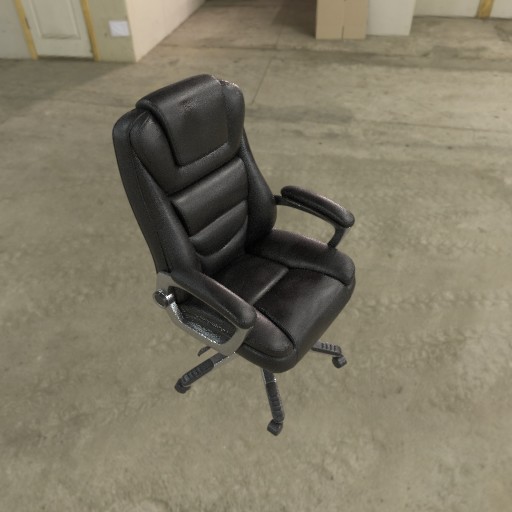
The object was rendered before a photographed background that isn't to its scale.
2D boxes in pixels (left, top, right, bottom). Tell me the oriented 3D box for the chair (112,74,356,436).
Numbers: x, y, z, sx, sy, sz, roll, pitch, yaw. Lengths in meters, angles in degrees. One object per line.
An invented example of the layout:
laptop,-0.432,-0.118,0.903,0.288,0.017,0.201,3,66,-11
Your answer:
chair,0.000,0.000,1.542,0.689,1.075,0.697,27,47,27
